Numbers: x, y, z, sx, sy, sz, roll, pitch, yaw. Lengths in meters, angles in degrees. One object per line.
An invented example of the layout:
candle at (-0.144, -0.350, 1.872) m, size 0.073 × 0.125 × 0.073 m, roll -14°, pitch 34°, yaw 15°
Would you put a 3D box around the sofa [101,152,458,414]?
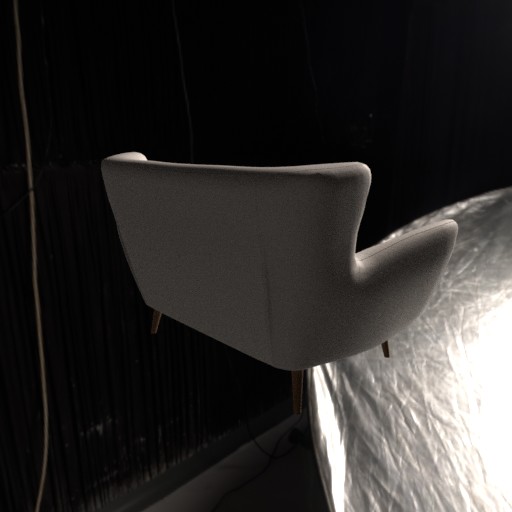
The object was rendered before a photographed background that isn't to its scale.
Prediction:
sofa at (0.000, 0.000, 1.966) m, size 0.921 × 0.878 × 1.424 m, roll -14°, pitch 21°, yaw -43°
